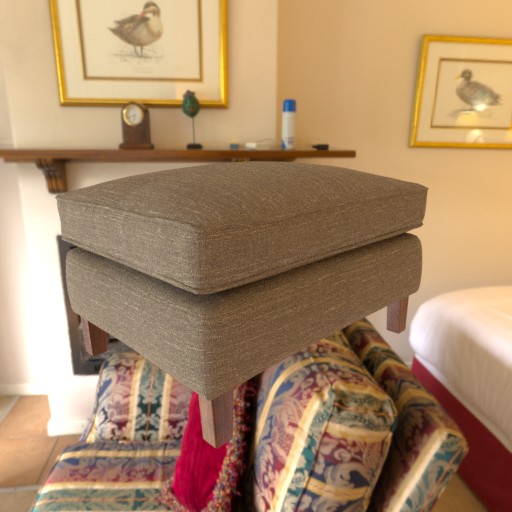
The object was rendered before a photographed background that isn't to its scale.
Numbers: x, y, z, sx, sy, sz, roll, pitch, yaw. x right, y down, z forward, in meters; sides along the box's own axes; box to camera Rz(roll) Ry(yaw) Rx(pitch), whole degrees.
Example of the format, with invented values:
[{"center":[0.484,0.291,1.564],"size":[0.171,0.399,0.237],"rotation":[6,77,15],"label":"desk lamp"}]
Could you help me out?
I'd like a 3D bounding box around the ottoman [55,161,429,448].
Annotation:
[{"center":[0.000,0.000,0.981],"size":[0.686,0.406,0.508],"rotation":[-15,21,-43],"label":"ottoman"}]
